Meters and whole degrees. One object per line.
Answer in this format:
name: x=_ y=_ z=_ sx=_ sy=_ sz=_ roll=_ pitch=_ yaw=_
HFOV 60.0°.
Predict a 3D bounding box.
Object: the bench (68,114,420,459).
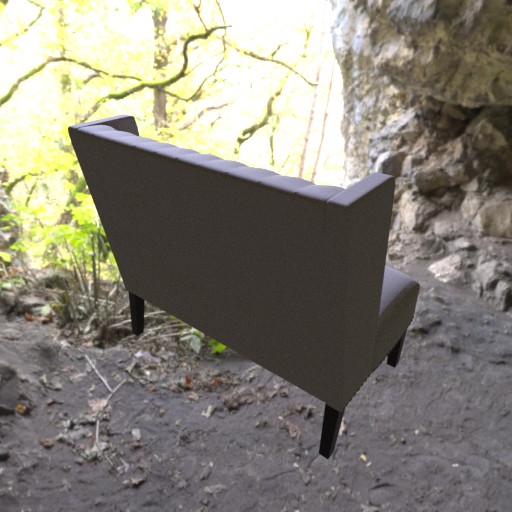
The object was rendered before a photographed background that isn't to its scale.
bench: x=0.000 y=0.000 z=1.986 sx=1.280 sy=1.123 sz=0.847 roll=22 pitch=37 yaw=33
